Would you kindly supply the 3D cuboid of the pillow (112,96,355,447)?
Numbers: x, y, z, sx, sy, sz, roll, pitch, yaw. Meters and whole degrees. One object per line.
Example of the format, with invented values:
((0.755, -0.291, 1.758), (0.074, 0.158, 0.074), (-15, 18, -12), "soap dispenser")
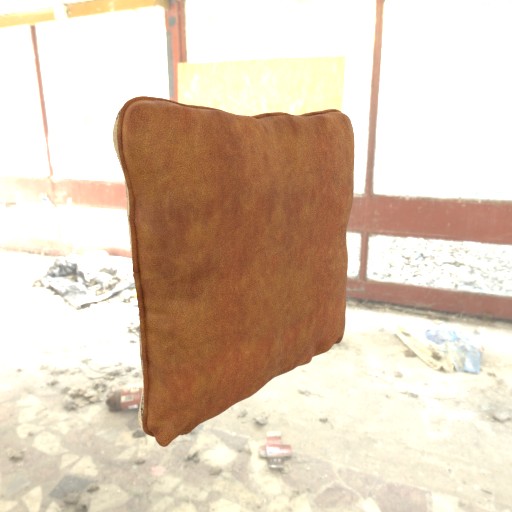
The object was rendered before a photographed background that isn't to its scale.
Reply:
((0.000, 0.000, 0.753), (0.130, 0.490, 0.489), (15, 21, 42), "pillow")
